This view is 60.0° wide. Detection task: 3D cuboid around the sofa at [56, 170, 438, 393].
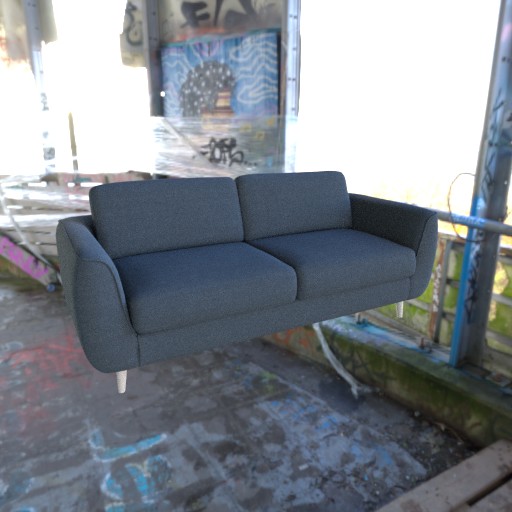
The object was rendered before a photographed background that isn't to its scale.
[{"bbox_3d":[0.000,0.000,2.492,2.000,0.850,0.920,-9,19,-27],"label":"sofa"}]
